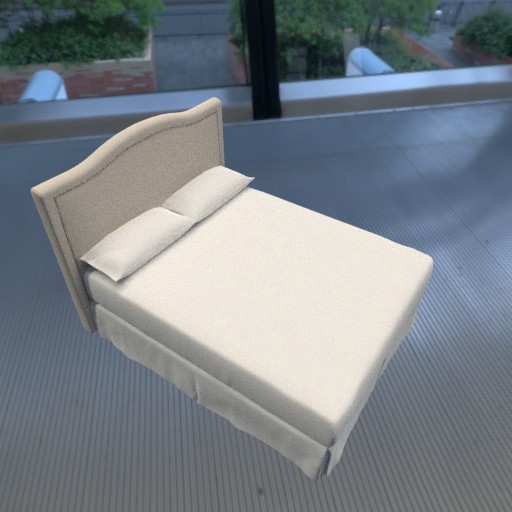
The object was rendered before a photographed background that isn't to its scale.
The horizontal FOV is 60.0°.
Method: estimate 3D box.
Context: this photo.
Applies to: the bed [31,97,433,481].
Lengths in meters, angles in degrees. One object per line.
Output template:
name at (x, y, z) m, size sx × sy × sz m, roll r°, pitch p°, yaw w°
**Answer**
bed at (0.000, 0.000, 3.158) m, size 2.143 × 1.460 × 1.753 m, roll 25°, pitch 47°, yaw 26°
